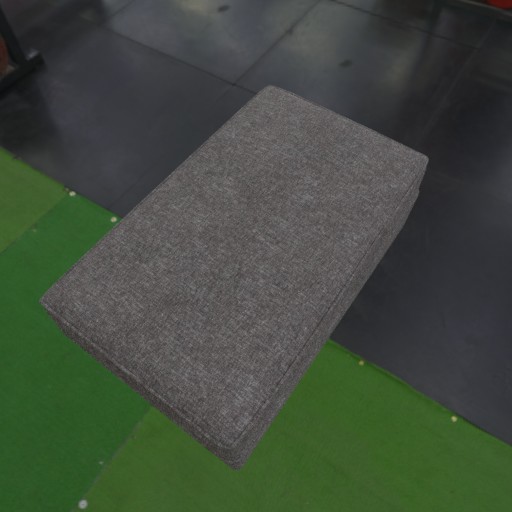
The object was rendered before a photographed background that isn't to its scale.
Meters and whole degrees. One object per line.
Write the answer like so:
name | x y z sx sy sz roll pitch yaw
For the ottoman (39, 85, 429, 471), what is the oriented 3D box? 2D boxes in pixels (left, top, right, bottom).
ottoman | 0.000 0.000 1.551 0.717 0.487 1.184 32 64 18
